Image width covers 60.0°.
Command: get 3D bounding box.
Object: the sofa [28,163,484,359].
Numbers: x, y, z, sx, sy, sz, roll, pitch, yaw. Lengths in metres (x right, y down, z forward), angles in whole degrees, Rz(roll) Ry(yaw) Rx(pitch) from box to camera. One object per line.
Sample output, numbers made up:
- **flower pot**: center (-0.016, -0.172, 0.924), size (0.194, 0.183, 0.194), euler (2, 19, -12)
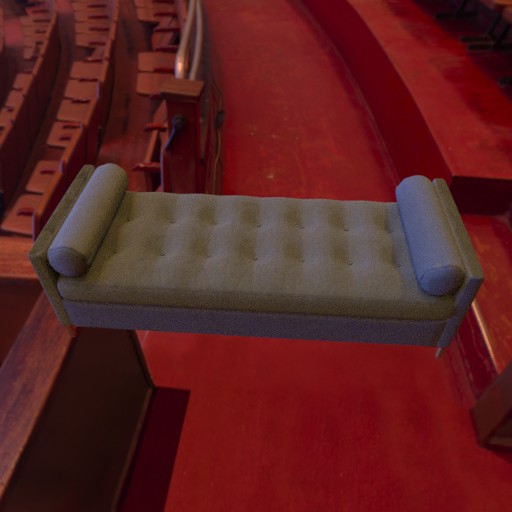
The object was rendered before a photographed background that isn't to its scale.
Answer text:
- **sofa**: center (0.000, 0.000, 2.468), size (2.102, 0.705, 0.796), euler (3, 44, 3)
